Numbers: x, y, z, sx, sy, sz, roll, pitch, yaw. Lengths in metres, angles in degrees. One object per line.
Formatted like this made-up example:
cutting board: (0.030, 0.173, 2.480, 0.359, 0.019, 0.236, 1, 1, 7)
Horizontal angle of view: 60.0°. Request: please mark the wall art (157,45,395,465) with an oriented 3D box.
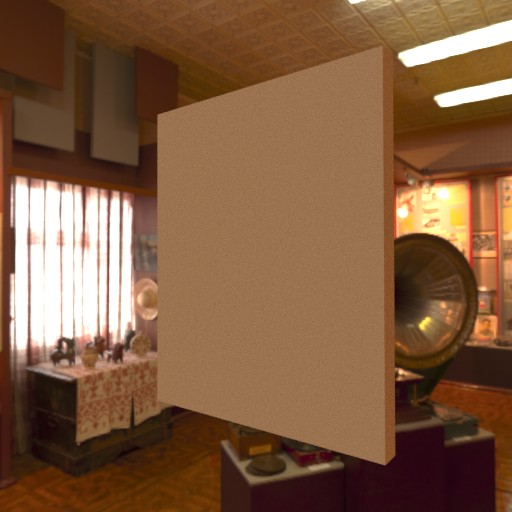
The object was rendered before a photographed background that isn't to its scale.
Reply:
wall art: (0.000, 0.000, 0.735, 0.451, 0.553, 0.039, -1, -1, 37)
